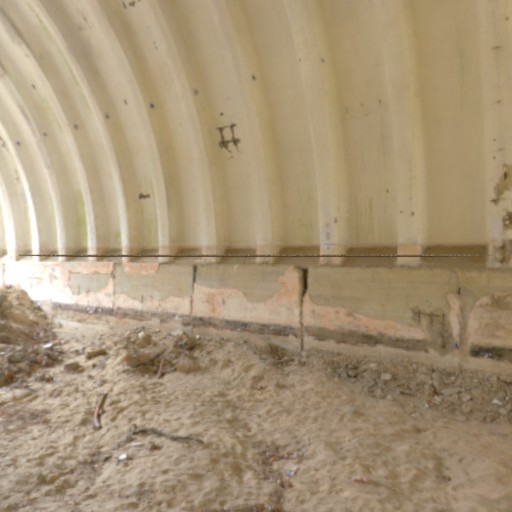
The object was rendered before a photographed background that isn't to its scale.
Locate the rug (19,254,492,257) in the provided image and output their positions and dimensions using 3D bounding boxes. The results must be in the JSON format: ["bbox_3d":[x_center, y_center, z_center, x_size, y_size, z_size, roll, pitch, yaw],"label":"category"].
[{"bbox_3d":[0.000,0.000,2.671,2.438,0.006,0.783,0,-1,-1],"label":"rug"}]
